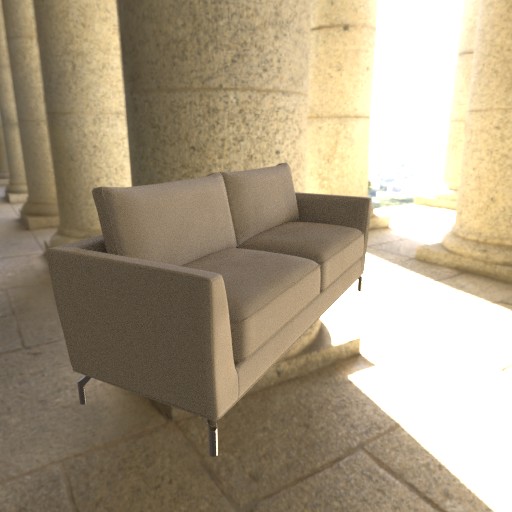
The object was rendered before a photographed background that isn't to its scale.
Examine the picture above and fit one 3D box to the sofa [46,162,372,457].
[{"bbox_3d":[0.000,0.000,2.684,0.868,1.005,2.214,8,18,27],"label":"sofa"}]
